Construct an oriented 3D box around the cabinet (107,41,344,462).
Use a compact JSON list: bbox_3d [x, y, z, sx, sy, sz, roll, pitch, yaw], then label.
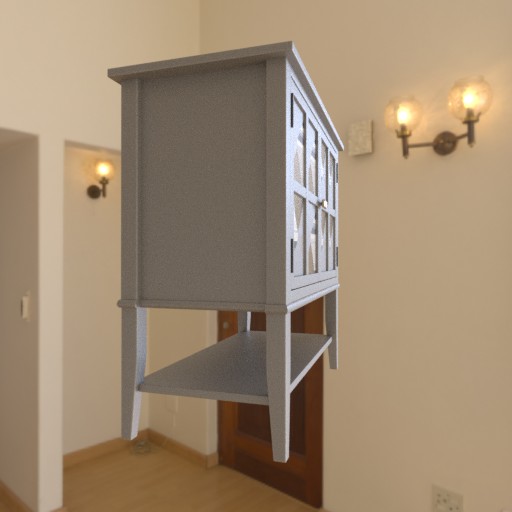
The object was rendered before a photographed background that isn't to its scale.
[{"bbox_3d":[0.000,0.000,1.245,0.396,0.780,0.801,0,0,18],"label":"cabinet"}]
